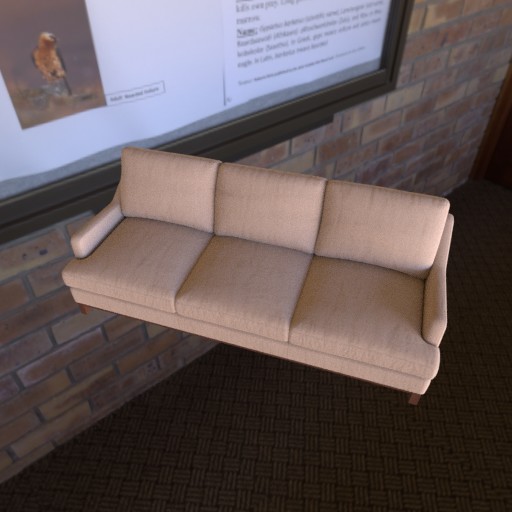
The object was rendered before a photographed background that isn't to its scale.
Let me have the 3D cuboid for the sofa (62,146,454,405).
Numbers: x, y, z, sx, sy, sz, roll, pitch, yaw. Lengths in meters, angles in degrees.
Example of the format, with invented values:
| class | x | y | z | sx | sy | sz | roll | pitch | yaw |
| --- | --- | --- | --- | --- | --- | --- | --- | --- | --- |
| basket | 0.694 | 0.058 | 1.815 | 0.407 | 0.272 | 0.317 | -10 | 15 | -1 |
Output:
| class | x | y | z | sx | sy | sz | roll | pitch | yaw |
| --- | --- | --- | --- | --- | --- | --- | --- | --- | --- |
| sofa | 0.000 | 0.000 | 2.866 | 2.321 | 0.913 | 1.000 | 12 | 43 | 14 |
